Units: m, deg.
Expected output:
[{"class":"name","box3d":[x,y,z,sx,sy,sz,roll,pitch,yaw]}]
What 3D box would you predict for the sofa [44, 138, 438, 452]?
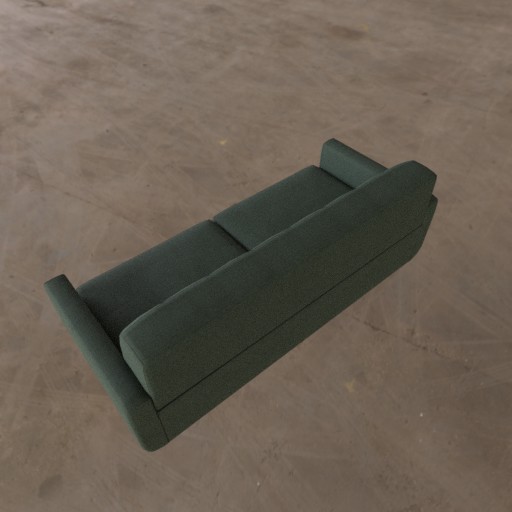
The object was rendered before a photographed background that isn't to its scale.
[{"class":"sofa","box3d":[0.000,0.000,2.486,2.029,0.841,0.909,-31,54,-26]}]
